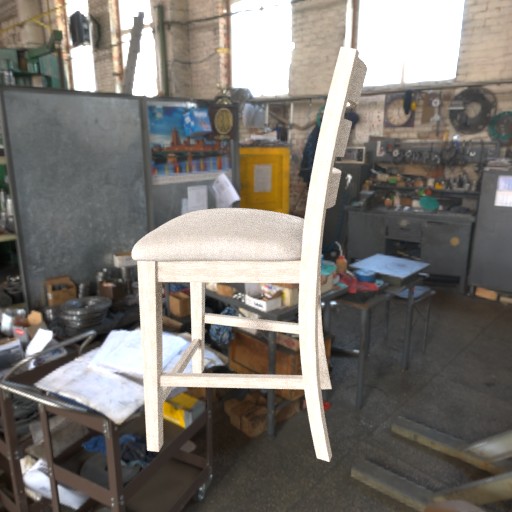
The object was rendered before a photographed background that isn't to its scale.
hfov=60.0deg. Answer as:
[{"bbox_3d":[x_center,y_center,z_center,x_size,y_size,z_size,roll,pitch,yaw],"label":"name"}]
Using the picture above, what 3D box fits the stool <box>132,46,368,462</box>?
[{"bbox_3d":[0.000,0.000,1.288,0.569,1.032,0.484,2,15,9],"label":"stool"}]
